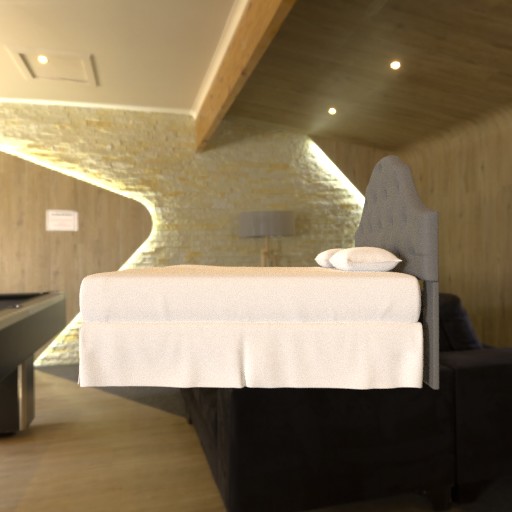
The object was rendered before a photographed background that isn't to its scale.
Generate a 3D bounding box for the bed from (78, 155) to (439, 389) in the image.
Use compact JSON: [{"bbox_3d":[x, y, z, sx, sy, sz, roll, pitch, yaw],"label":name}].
[{"bbox_3d":[0.000,0.000,3.644,2.214,1.615,2.008,0,0,0],"label":"bed"}]
